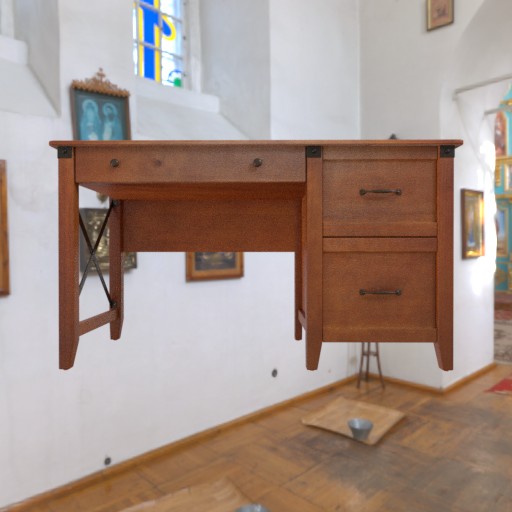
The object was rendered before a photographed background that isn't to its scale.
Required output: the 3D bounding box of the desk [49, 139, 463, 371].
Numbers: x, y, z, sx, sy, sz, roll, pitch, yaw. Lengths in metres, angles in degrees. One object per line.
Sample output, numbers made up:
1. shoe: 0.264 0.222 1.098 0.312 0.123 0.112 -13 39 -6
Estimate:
1. desk: 0.000 0.000 1.722 1.353 0.756 0.574 0 0 1
